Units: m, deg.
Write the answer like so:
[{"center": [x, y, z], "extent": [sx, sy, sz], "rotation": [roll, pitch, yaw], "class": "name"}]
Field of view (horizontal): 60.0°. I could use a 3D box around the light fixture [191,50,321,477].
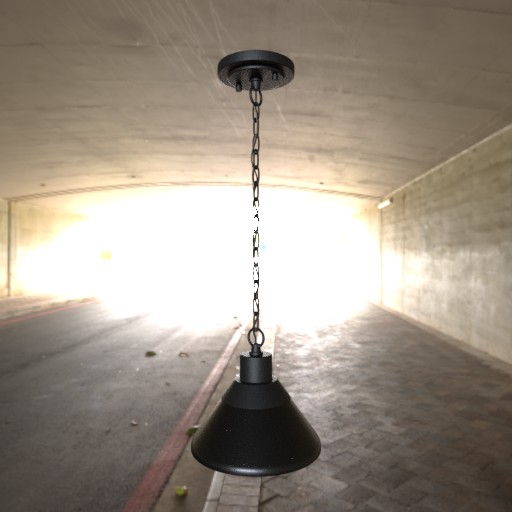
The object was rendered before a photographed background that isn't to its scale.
[{"center": [0.000, 0.000, 0.691], "extent": [0.201, 0.588, 0.201], "rotation": [0, 0, 36], "class": "light fixture"}]
